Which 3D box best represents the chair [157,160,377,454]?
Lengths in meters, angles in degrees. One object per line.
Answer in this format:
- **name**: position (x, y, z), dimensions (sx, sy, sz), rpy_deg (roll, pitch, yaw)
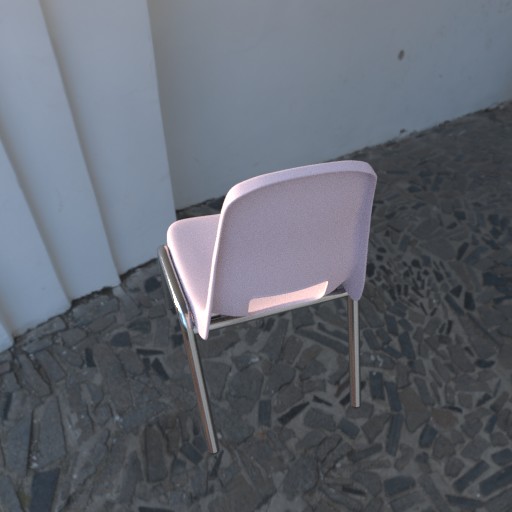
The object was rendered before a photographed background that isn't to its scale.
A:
- **chair**: position (0.000, 0.000, 0.851), dimensions (0.354, 0.586, 0.423), rpy_deg (-12, 42, -14)
